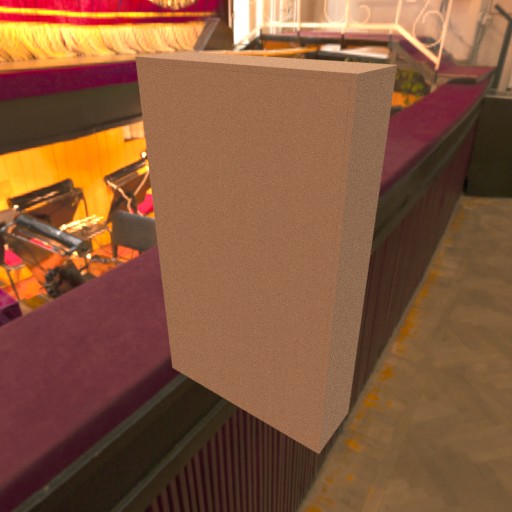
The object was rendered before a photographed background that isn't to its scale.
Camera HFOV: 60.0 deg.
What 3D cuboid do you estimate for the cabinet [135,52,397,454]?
[{"bbox_3d":[0.000,0.000,1.578,0.750,1.280,0.250,20,34,31],"label":"cabinet"}]
